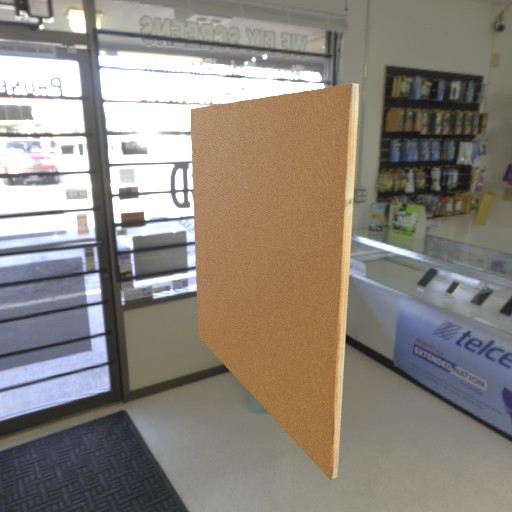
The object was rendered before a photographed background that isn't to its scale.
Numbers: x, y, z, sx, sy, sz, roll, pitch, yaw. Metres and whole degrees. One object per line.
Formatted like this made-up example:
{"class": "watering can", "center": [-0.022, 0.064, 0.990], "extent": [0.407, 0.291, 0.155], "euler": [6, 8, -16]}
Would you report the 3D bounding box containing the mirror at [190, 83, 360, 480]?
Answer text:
{"class": "mirror", "center": [0.000, 0.000, 1.211], "extent": [0.061, 0.804, 0.804], "euler": [-8, 17, -27]}
